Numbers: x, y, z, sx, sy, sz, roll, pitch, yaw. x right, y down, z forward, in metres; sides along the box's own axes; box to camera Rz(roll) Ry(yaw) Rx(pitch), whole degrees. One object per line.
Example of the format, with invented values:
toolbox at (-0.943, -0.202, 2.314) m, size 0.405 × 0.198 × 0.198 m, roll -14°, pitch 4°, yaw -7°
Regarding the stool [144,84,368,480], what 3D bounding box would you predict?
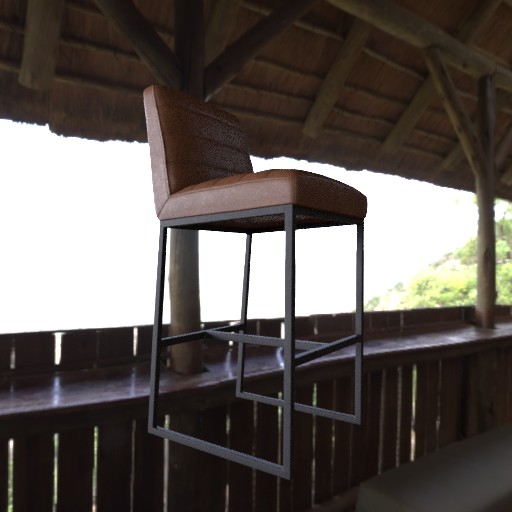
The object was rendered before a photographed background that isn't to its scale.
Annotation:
stool at (0.000, 0.000, 1.350) m, size 0.556 × 1.040 × 0.458 m, roll 0°, pitch -1°, yaw 35°
